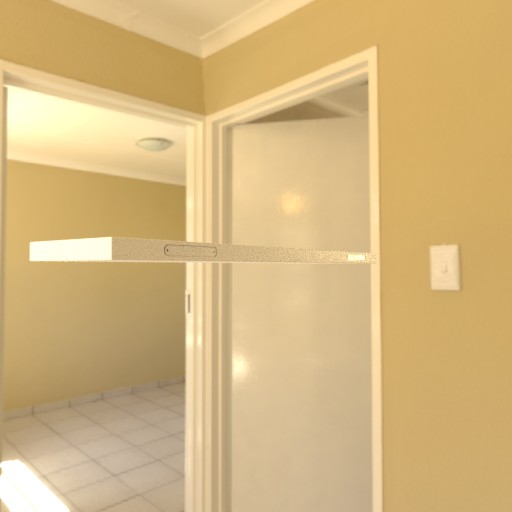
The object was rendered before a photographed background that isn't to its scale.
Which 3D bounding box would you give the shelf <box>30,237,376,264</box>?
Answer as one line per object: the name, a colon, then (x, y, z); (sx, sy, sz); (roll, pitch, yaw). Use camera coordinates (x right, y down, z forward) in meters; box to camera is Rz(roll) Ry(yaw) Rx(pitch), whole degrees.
shelf: (0.000, 0.000, 0.668); (0.140, 0.020, 0.610); (-1, -2, 36)
